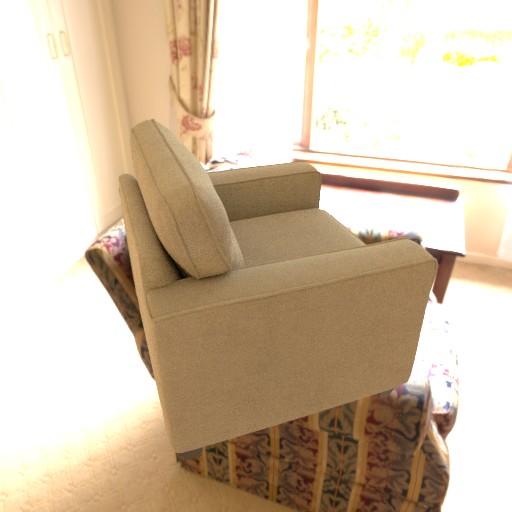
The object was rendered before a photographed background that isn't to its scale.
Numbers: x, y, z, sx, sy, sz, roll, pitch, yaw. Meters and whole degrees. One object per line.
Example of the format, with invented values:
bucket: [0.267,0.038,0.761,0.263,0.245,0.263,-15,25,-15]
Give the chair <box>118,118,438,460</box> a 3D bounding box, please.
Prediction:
chair: [0.000,0.000,1.769,0.939,0.965,1.015,-11,33,-17]
